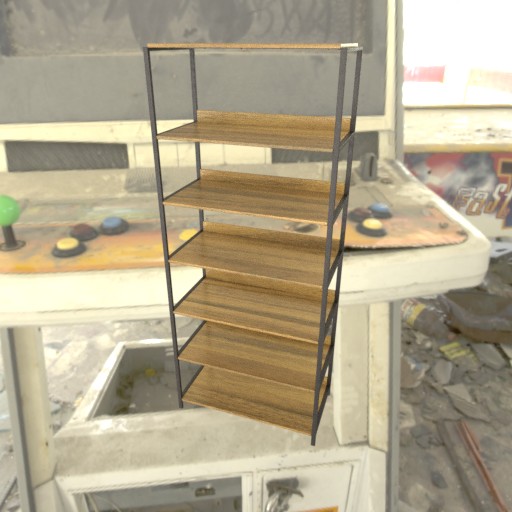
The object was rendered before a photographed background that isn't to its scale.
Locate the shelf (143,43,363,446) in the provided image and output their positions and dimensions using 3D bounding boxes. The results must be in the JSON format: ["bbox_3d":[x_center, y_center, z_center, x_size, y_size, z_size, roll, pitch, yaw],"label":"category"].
[{"bbox_3d":[0.000,0.000,2.331,0.847,2.015,0.431,9,27,18],"label":"shelf"}]
